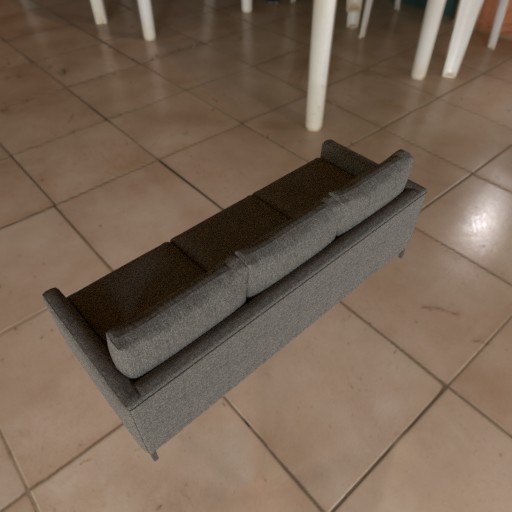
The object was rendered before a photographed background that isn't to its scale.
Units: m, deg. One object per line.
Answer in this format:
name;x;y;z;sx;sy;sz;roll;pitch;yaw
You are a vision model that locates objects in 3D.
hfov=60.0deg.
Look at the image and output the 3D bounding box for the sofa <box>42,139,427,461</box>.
sofa;0.000;0.000;2.693;2.253;0.879;0.876;-33;54;-28
